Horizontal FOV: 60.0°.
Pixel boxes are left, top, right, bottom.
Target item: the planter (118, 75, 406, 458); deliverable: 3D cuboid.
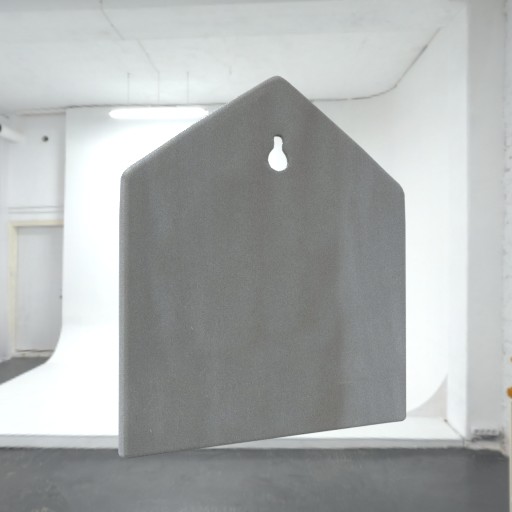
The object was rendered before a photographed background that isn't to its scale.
[{"bbox_3d":[0.000,0.000,0.273,0.163,0.194,0.080,0,-1,-18],"label":"planter"}]
